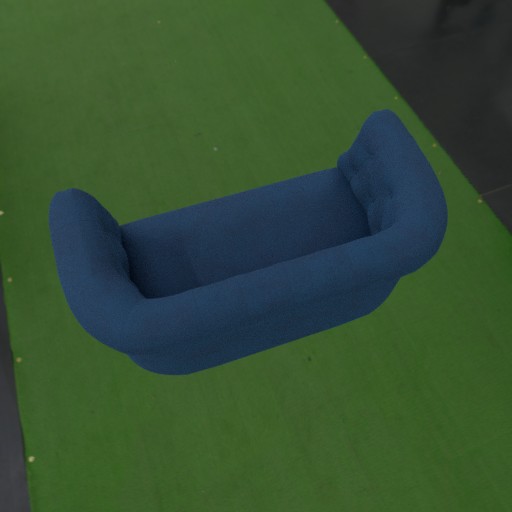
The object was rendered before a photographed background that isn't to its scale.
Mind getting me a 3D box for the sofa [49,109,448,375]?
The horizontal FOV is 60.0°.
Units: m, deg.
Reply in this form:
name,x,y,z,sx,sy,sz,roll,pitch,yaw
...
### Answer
name,x,y,z,sx,sy,sz,roll,pitch,yaw
sofa,0.000,0.000,2.037,1.558,0.827,0.835,-17,62,-9
